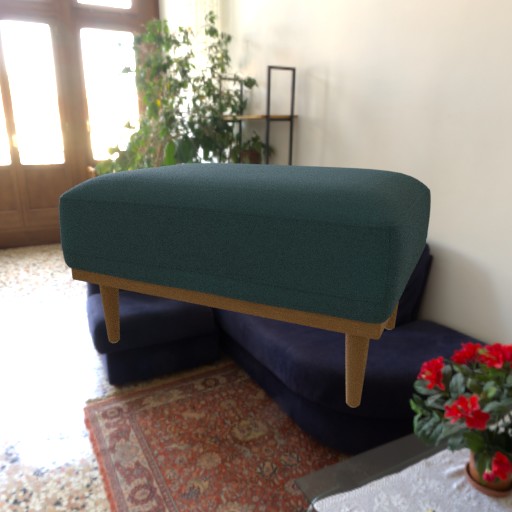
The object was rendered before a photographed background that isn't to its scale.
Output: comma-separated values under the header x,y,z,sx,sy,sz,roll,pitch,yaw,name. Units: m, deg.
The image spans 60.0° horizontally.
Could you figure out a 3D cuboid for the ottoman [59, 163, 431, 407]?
x,y,z,sx,sy,sz,roll,pitch,yaw,name
0.000,0.000,1.092,0.749,0.428,0.549,8,18,25,ottoman
